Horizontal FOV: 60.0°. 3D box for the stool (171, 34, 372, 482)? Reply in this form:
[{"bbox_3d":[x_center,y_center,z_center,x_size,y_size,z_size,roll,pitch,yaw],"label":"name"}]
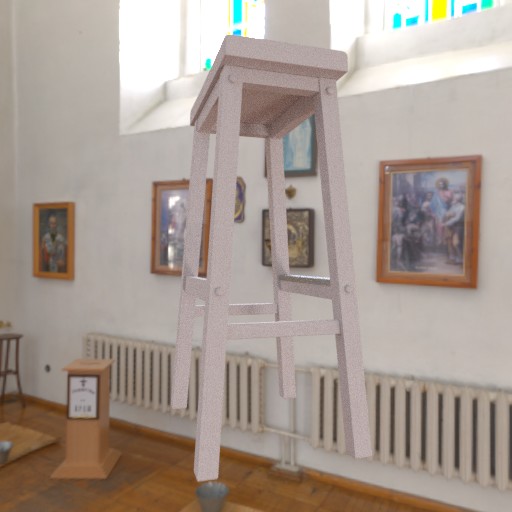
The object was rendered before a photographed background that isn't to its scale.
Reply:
[{"bbox_3d":[0.000,0.000,0.965,0.322,0.742,0.406,0,-1,-17],"label":"stool"}]
